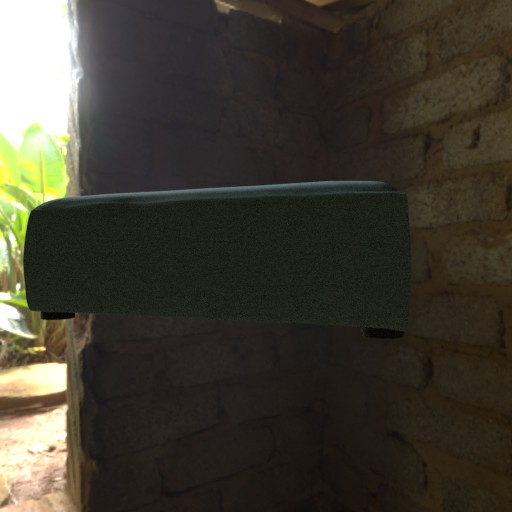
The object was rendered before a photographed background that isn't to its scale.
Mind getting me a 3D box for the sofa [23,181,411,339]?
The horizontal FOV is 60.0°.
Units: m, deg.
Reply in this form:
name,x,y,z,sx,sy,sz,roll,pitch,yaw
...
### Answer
name,x,y,z,sx,sy,sz,roll,pitch,yaw
sofa,0.000,0.000,1.413,0.930,0.330,0.930,0,-1,19
